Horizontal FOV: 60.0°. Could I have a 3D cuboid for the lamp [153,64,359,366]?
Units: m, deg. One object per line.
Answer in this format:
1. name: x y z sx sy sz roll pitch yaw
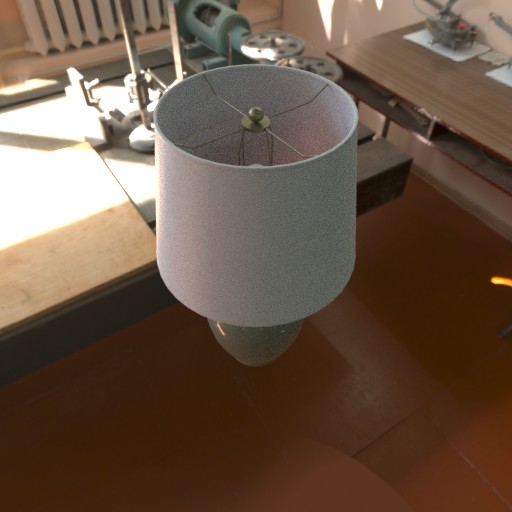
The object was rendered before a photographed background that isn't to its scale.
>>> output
1. lamp: 0.000 0.000 0.555 0.239 0.399 0.239 0 47 0
